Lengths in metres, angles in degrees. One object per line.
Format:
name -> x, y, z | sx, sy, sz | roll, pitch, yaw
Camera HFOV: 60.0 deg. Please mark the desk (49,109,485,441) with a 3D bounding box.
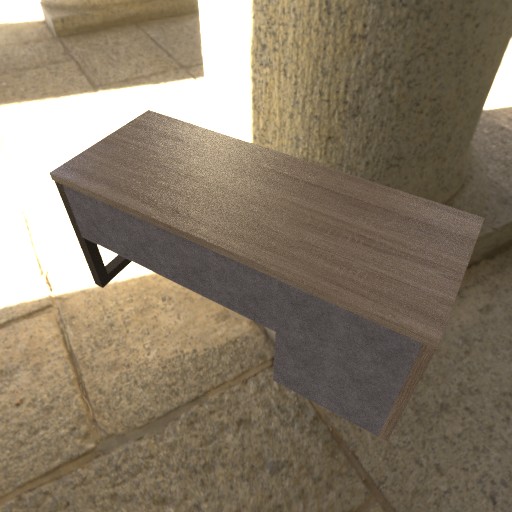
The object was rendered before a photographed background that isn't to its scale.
desk -> 0.000, 0.000, 2.116 | 1.700, 0.760, 0.690 | 23, 50, 21
